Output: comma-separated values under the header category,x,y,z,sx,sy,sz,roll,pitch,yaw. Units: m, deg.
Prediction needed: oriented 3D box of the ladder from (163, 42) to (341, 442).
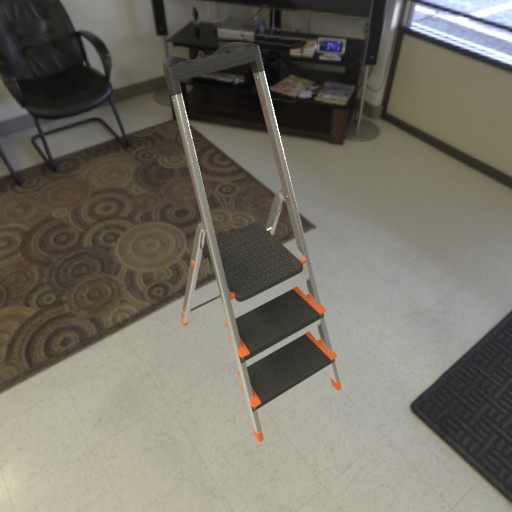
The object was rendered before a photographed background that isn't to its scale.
category,x,y,z,sx,sy,sz,roll,pitch,yaw
ladder,0.000,0.000,1.543,0.416,1.229,0.686,-25,50,-22
